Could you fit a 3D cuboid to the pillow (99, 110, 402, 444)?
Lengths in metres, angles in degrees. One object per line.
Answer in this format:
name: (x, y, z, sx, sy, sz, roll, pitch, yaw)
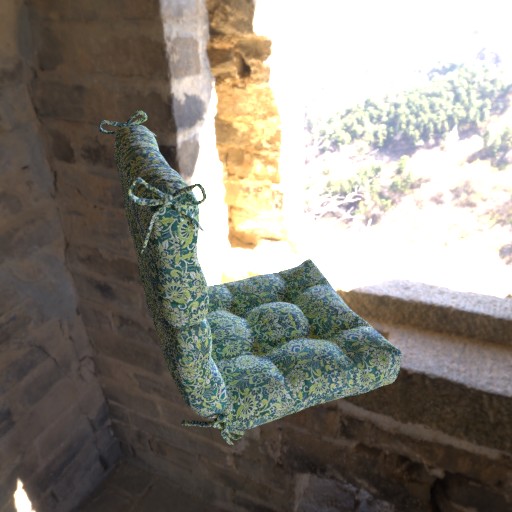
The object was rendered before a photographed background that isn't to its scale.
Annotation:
pillow: (0.000, 0.000, 1.024, 0.571, 0.605, 0.519, -11, 32, -18)
